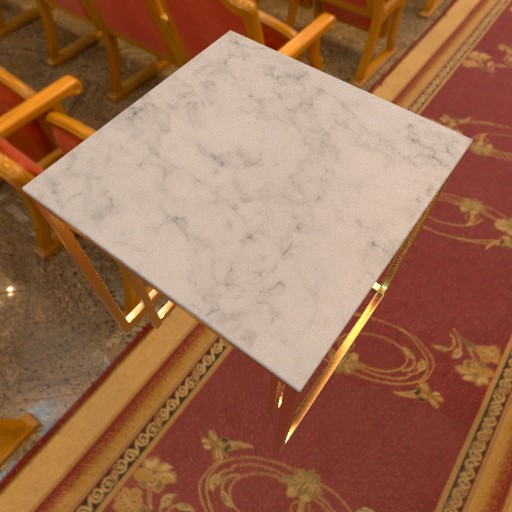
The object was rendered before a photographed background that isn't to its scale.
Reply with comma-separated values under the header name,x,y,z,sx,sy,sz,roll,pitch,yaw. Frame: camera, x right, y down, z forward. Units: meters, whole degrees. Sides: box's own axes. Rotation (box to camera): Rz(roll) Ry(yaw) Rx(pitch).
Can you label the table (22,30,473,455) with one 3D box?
name,x,y,z,sx,sy,sz,roll,pitch,yaw
table,0.000,0.000,0.831,0.450,0.500,0.450,33,64,18
